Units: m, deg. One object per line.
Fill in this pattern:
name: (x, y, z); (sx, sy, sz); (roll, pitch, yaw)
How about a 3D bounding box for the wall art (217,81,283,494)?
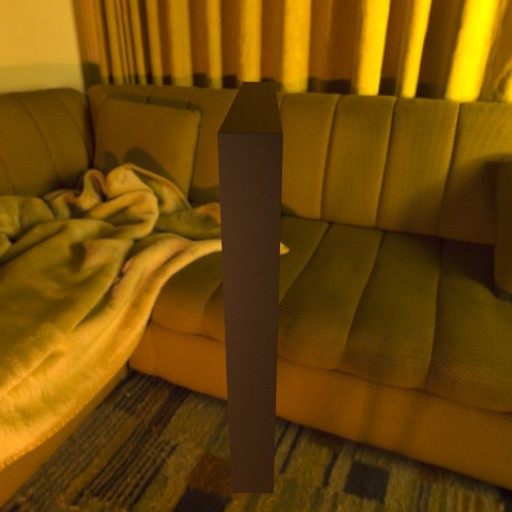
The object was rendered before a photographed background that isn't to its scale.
wall art: (0.000, 0.000, 0.448); (0.037, 0.303, 0.304); (1, 26, 1)
